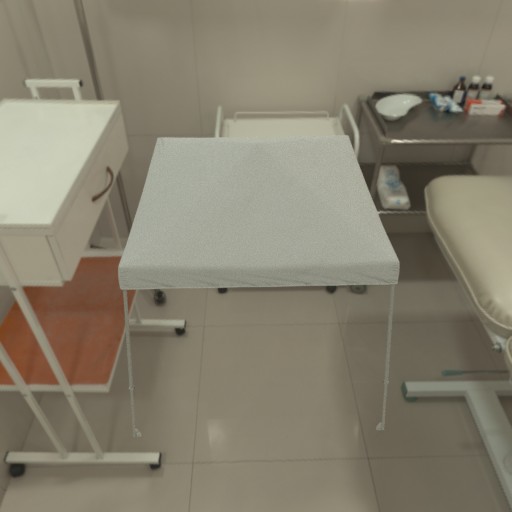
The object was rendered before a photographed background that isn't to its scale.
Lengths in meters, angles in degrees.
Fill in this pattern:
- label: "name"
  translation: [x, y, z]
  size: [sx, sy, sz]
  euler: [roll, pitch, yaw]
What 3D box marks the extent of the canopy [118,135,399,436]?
- label: "canopy"
  translation: [0.000, 0.000, 5.155]
  size: [2.848, 2.849, 2.849]
  euler: [-1, 41, -1]
